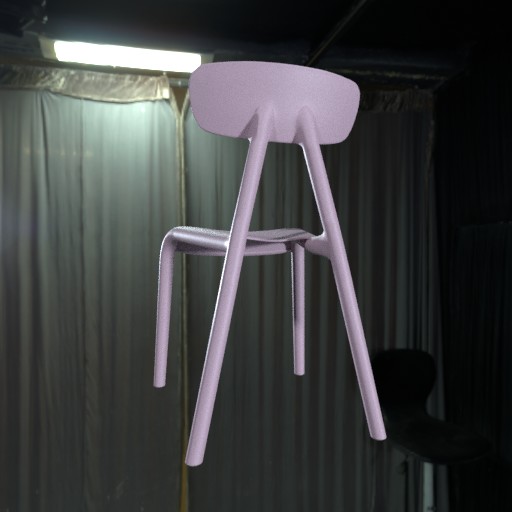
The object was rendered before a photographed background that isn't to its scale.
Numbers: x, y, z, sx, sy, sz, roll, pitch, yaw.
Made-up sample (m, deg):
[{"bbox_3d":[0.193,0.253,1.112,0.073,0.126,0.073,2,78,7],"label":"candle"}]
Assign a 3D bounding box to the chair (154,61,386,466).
[{"bbox_3d":[0.000,0.000,0.842,0.356,0.580,0.401,0,1,-17],"label":"chair"}]
